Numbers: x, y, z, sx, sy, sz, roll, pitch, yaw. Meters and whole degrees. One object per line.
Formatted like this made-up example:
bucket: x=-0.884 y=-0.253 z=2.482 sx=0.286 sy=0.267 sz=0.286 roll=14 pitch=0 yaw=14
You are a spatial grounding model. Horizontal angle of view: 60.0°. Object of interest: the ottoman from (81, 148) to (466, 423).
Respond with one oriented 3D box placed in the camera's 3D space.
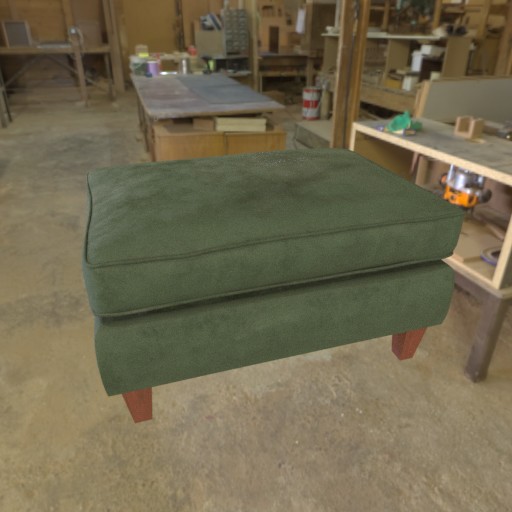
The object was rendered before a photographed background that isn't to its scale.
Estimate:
ottoman: x=0.000 y=0.000 z=1.250 sx=0.864 sy=0.495 sz=0.632 roll=-9 pitch=30 yaw=-15
